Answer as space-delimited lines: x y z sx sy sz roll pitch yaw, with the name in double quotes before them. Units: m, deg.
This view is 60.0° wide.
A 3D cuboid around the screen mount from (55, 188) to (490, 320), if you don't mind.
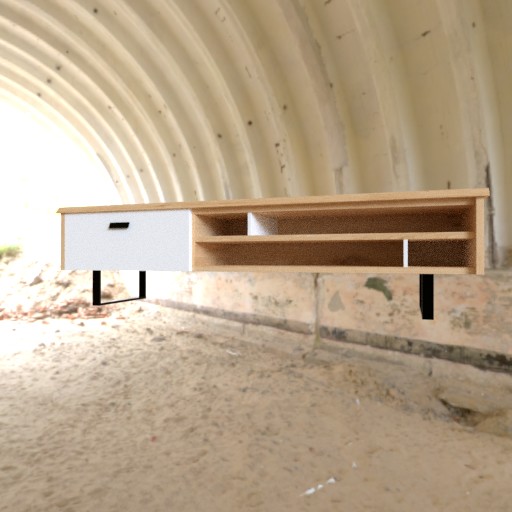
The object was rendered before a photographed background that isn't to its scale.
"screen mount" 0.000 0.000 1.873 1.700 0.430 0.450 0 0 19
